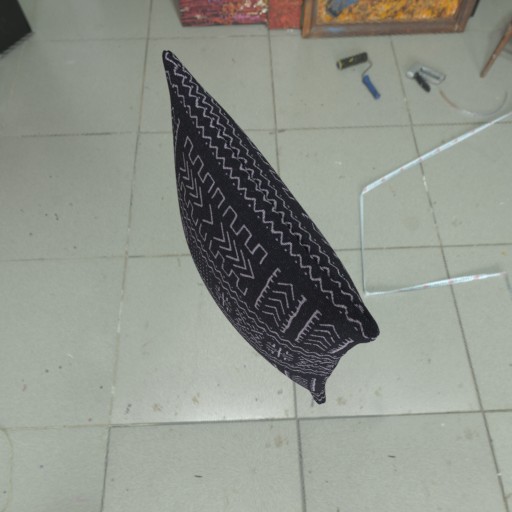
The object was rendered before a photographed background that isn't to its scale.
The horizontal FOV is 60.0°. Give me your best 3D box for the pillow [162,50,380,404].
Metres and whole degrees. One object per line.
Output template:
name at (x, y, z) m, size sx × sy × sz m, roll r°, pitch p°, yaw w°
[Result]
pillow at (0.000, 0.000, 0.665) m, size 0.164 × 0.430 × 0.438 m, roll -29°, pitch 68°, yaw -13°
